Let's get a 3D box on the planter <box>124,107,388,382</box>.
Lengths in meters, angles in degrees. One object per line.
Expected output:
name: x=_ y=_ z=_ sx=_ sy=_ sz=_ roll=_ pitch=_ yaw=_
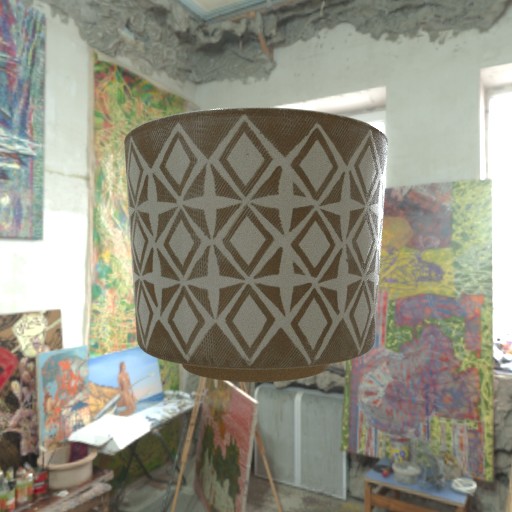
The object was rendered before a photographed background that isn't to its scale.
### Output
planter: x=0.000 y=0.000 z=0.456 sx=0.260 sy=0.220 sz=0.260 roll=0 pitch=0 yaw=0
